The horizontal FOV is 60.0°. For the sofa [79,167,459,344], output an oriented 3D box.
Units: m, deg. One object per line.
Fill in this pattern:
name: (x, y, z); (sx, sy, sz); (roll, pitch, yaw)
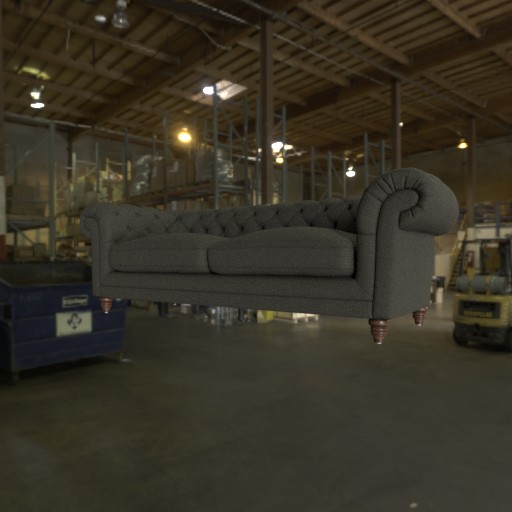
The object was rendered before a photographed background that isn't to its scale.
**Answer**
sofa: (0.000, 0.000, 2.785); (2.362, 0.762, 0.991); (0, 0, 35)
